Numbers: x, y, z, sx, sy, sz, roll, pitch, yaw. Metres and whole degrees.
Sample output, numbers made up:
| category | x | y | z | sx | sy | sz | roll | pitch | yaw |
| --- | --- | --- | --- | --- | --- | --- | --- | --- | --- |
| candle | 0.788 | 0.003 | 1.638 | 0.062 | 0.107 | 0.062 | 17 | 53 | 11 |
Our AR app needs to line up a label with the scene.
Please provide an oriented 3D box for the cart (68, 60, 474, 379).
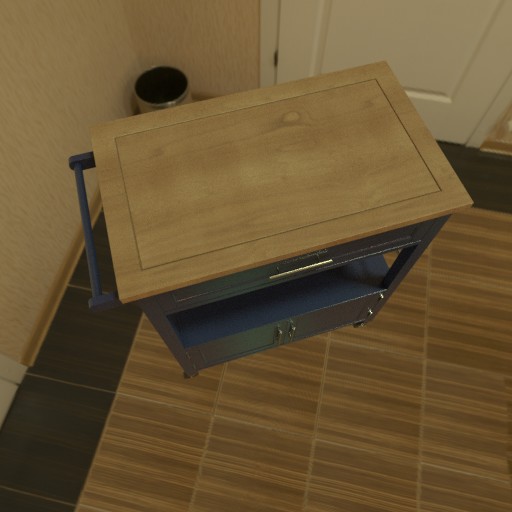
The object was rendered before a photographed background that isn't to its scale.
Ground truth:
| category | x | y | z | sx | sy | sz | roll | pitch | yaw |
| --- | --- | --- | --- | --- | --- | --- | --- | --- | --- |
| cart | 0.000 | 0.000 | 1.396 | 0.840 | 0.901 | 0.459 | -15 | 65 | -7 |
